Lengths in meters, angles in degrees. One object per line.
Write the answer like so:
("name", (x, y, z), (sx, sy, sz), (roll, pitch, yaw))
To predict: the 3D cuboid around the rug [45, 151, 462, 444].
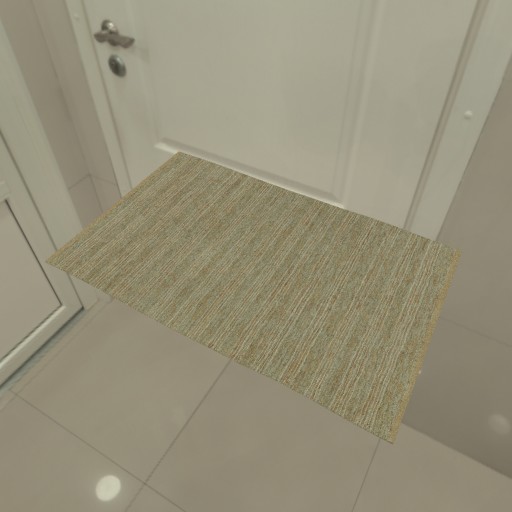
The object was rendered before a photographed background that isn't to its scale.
("rug", (0.000, 0.000, 3.062), (2.448, 0.012, 1.540), (23, 51, 20))
